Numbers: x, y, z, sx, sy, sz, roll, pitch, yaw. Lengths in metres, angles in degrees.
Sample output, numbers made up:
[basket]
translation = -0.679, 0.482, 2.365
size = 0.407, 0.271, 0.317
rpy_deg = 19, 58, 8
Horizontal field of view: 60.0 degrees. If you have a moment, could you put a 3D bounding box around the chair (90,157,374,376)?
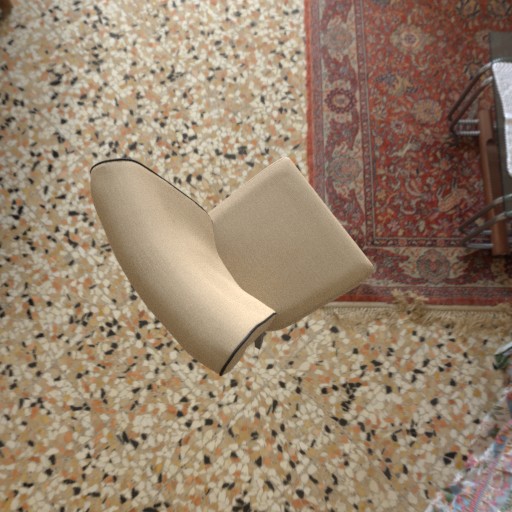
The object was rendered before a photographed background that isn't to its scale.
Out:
[chair]
translation = 0.000, 0.000, 1.391
size = 0.623, 0.997, 0.522
rpy_deg = -34, 78, -8
